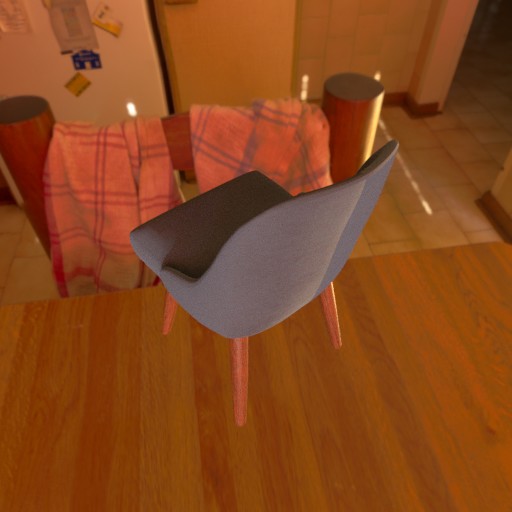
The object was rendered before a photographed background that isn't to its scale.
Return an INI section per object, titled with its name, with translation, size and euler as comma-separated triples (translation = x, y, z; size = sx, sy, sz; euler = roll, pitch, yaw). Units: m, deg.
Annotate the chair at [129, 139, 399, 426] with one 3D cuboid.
[chair]
translation = 0.000, 0.000, 1.221
size = 0.503, 0.882, 0.589
euler = -31, 54, -26
